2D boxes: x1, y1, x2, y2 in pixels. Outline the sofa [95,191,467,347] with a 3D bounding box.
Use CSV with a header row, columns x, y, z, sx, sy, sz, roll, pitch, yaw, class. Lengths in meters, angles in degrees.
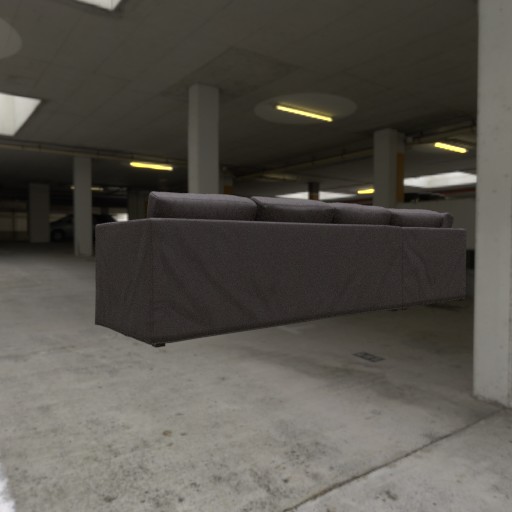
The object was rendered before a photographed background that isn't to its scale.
x,y,z,sx,sy,sz,roll,pitch,yaw,class
0.000,0.000,4.195,3.182,0.871,2.432,-1,2,-37,sofa
